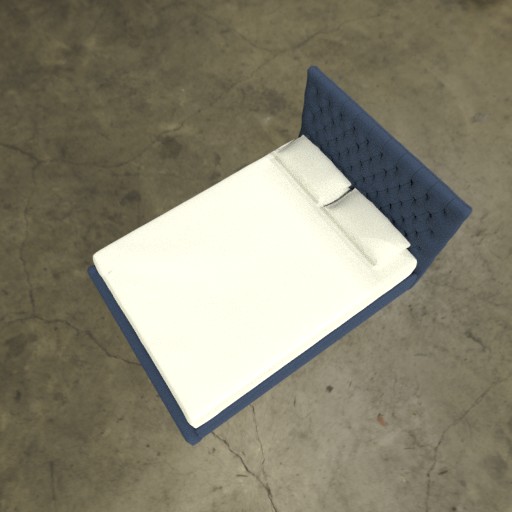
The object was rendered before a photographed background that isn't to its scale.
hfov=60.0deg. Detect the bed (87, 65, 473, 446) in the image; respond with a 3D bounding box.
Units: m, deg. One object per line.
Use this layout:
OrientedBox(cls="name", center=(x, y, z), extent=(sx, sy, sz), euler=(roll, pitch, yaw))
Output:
OrientedBox(cls="bed", center=(0.000, 0.000, 3.548), extent=(2.387, 1.427, 1.706), euler=(-32, 67, -15))
